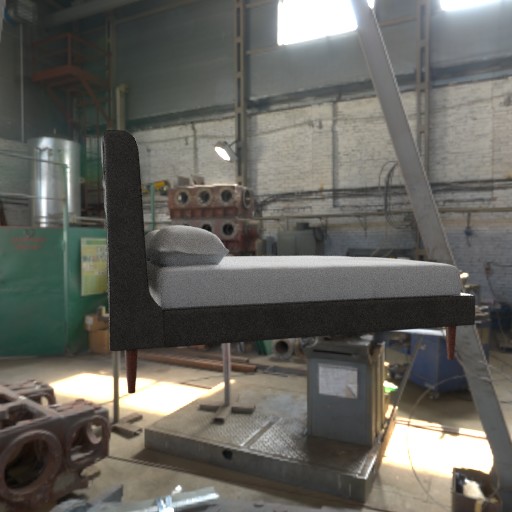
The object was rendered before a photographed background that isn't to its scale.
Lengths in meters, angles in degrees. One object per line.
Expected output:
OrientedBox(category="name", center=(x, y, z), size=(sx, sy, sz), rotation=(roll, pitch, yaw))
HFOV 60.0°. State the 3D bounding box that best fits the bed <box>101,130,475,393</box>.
OrientedBox(category="bed", center=(0.000, 0.000, 3.114), size=(2.031, 1.158, 1.903), rotation=(-1, 2, -19))
